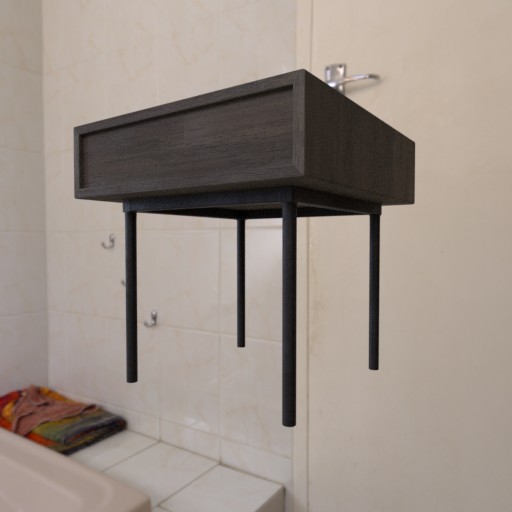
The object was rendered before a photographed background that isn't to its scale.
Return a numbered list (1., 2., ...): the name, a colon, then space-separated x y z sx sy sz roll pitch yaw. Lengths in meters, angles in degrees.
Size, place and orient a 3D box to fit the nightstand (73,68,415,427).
1. nightstand: 0.000 0.000 0.916 0.502 0.497 0.503 1 2 35
